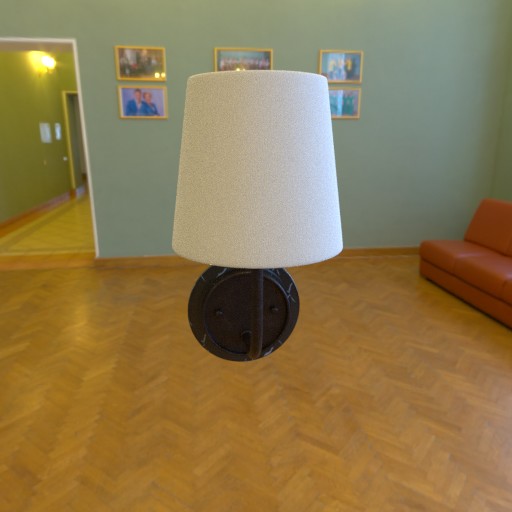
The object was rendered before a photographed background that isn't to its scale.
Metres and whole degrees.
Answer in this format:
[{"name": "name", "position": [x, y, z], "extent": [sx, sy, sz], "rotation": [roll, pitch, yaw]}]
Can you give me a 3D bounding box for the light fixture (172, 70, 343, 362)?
[{"name": "light fixture", "position": [0.000, 0.000, 0.455], "extent": [0.168, 0.337, 0.188], "rotation": [-2, 16, -9]}]
